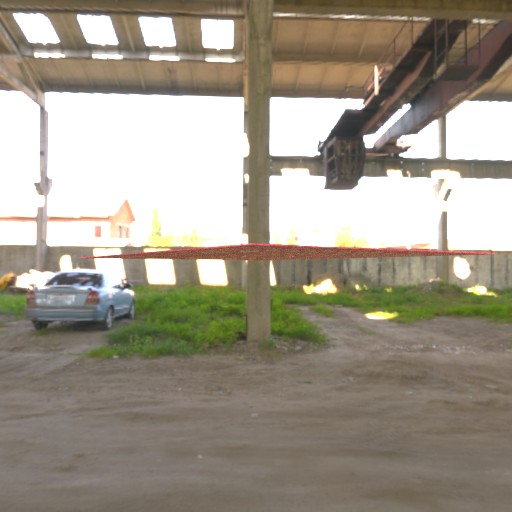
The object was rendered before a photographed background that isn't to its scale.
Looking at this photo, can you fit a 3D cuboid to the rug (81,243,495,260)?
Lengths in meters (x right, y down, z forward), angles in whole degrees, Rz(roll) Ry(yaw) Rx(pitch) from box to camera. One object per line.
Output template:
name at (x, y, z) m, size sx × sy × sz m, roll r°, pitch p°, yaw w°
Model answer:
rug at (0.000, 0.000, 4.231) m, size 2.389 × 0.011 × 3.306 m, roll 1°, pitch -2°, yaw -36°
